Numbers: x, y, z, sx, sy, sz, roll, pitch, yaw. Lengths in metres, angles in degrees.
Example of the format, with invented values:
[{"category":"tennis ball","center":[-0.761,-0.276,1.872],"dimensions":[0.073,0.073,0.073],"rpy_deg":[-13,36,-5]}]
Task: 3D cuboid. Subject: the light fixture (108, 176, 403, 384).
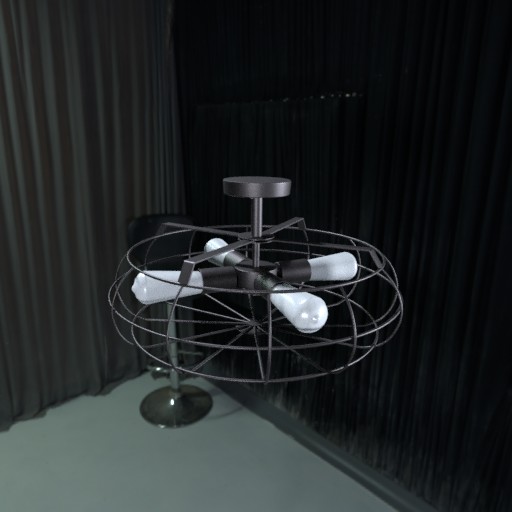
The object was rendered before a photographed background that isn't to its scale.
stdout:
[{"category":"light fixture","center":[0.000,0.000,0.902],"dimensions":[0.582,0.311,0.582],"rpy_deg":[0,16,0]}]
